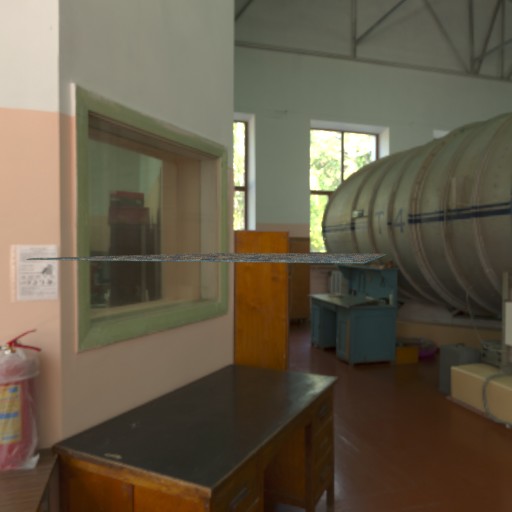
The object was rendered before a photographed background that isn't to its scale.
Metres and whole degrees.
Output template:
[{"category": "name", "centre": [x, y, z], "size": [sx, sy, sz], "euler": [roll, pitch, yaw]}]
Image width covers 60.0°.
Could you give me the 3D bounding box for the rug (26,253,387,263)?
[{"category": "rug", "centre": [0.000, 0.000, 4.325], "size": [2.337, 0.013, 3.291], "euler": [0, 1, 18]}]
